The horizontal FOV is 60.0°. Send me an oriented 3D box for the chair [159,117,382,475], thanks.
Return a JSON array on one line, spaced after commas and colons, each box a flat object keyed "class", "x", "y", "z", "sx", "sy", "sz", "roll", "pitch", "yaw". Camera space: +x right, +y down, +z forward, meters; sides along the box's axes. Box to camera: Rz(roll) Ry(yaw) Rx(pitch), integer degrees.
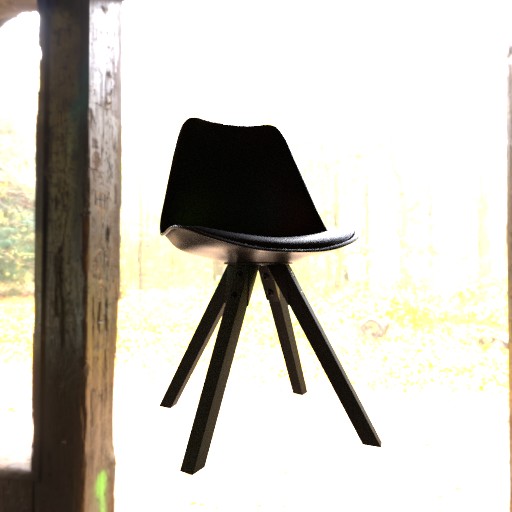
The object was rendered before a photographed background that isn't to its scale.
[{"class": "chair", "x": 0.000, "y": 0.000, "z": 1.147, "sx": 0.485, "sy": 0.850, "sz": 0.530, "roll": 0, "pitch": -1, "yaw": -18}]
